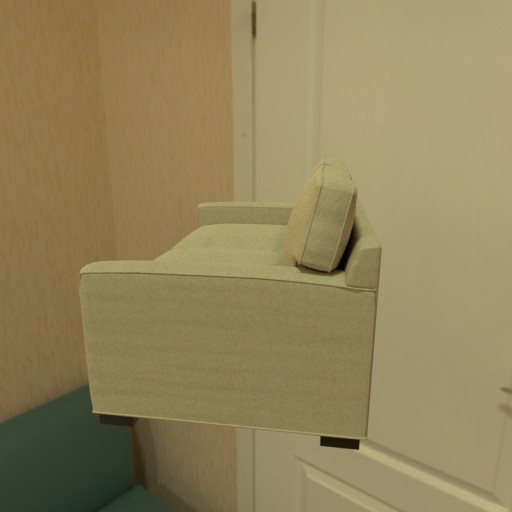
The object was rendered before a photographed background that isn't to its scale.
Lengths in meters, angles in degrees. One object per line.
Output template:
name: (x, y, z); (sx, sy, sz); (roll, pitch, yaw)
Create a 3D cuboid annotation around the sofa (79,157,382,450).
sofa: (0.000, 0.000, 2.061); (0.942, 0.853, 1.484); (2, 15, 9)
